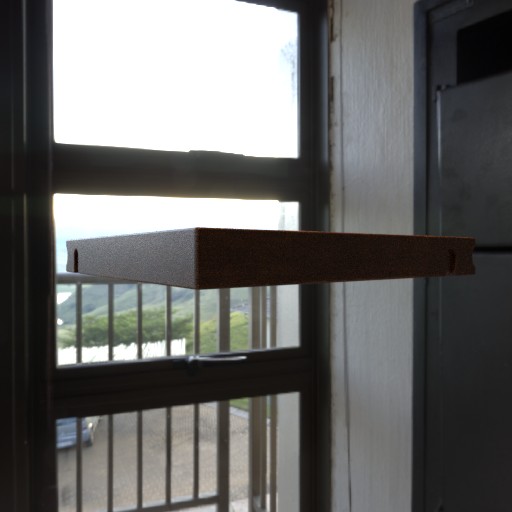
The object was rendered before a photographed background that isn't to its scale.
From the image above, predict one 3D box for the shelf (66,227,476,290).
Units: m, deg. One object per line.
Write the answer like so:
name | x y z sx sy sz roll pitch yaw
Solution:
shelf | 0.000 0.000 0.450 0.296 0.035 0.296 0 0 -36
